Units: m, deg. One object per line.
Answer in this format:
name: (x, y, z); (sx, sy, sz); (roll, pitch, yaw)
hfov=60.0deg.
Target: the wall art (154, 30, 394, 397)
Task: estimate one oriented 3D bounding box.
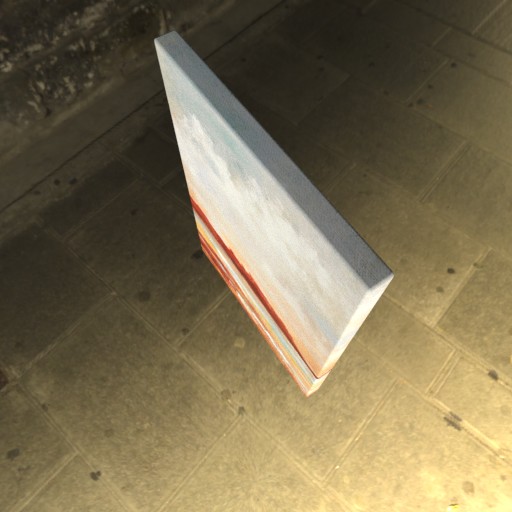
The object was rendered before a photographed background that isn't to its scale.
wall art: (0.000, 0.000, 0.784); (0.035, 0.605, 0.443); (-31, 67, -15)
